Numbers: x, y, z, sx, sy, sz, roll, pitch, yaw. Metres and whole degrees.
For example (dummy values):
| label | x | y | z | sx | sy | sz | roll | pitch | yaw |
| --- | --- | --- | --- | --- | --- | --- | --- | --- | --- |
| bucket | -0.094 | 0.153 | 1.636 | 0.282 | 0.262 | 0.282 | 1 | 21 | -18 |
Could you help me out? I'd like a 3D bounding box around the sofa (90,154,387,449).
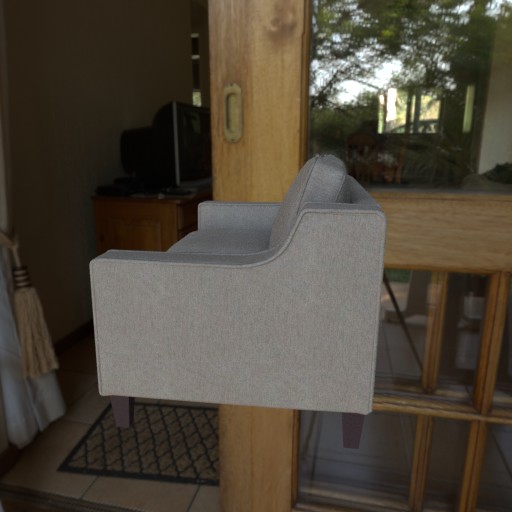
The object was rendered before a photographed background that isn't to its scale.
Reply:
| label | x | y | z | sx | sy | sz | roll | pitch | yaw |
| --- | --- | --- | --- | --- | --- | --- | --- | --- | --- |
| sofa | 0.000 | 0.000 | 2.155 | 0.985 | 0.981 | 1.503 | 2 | 15 | 8 |
